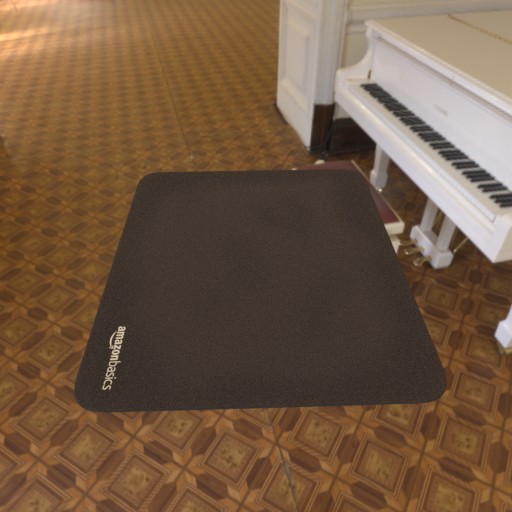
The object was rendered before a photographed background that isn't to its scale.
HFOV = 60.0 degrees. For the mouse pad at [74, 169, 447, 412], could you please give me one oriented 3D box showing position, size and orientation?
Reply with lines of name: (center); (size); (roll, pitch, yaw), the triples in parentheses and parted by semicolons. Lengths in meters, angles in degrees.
mouse pad: (0.000, 0.000, 0.332); (0.211, 0.002, 0.249); (-1, 41, -1)
